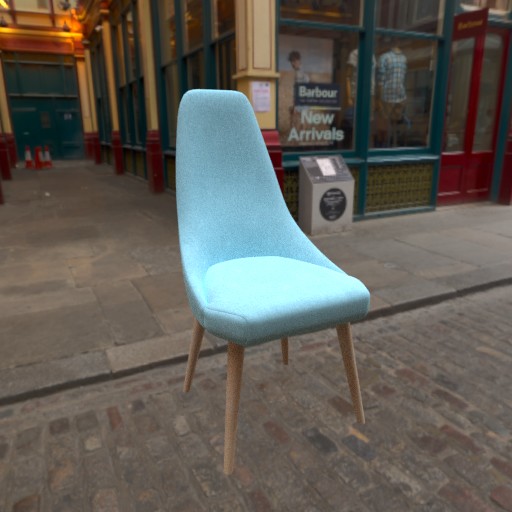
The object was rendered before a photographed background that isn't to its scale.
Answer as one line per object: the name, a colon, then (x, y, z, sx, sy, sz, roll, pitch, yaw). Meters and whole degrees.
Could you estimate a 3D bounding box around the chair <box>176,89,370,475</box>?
chair: (0.000, 0.000, 1.422, 0.510, 1.040, 0.660, -8, 18, -26)
